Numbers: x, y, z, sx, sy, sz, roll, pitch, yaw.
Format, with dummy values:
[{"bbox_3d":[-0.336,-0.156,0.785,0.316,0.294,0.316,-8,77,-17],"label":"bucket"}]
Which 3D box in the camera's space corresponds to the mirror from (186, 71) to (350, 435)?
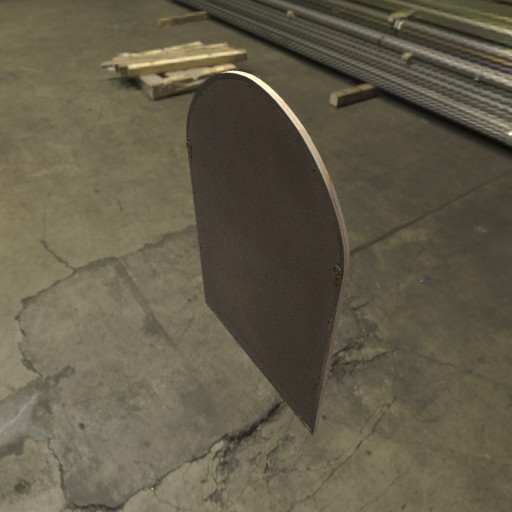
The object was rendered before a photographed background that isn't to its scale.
[{"bbox_3d":[0.000,0.000,1.142,0.032,0.915,0.609,-25,48,-25],"label":"mirror"}]
